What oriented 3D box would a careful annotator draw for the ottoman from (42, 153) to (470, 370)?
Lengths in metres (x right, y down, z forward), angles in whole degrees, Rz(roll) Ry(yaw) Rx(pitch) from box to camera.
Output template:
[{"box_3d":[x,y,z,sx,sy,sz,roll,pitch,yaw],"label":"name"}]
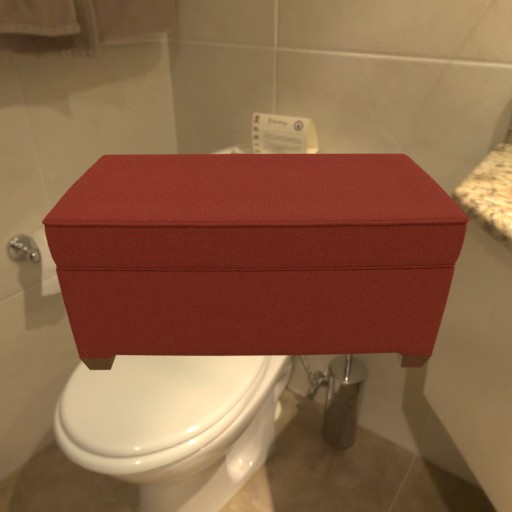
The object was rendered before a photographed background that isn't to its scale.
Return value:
[{"box_3d":[0.000,0.000,1.260,0.948,0.454,0.497,0,30,-1],"label":"ottoman"}]
